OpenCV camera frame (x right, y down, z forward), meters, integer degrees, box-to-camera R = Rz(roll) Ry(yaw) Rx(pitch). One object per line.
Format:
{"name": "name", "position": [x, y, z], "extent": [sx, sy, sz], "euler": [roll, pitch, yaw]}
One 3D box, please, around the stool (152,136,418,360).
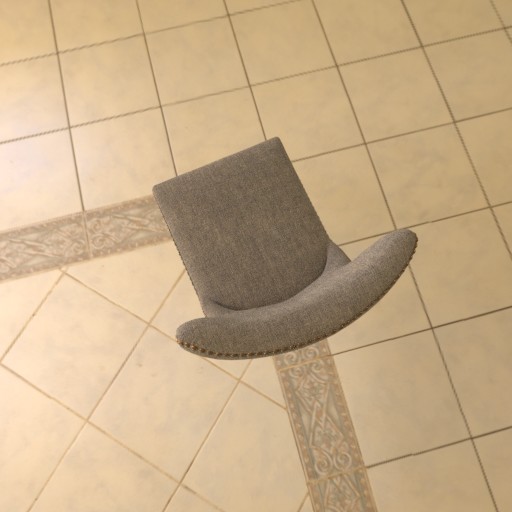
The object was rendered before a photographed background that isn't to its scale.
{"name": "stool", "position": [0.000, 0.000, 1.322], "extent": [0.498, 0.981, 0.608], "euler": [-23, 77, -6]}
